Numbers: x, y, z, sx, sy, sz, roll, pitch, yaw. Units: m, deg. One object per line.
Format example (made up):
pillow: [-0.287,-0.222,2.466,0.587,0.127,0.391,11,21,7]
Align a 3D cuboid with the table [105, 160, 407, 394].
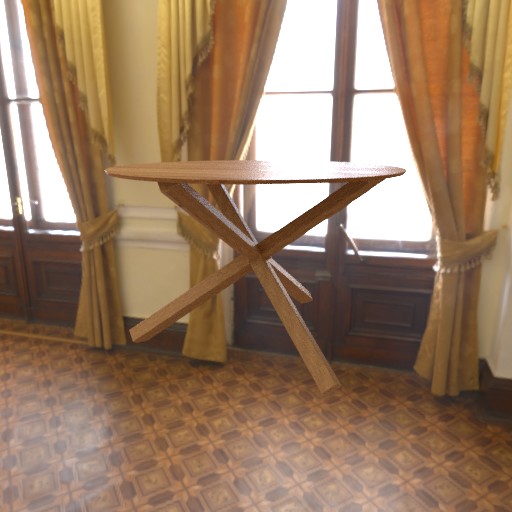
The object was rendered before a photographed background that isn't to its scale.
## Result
table: [0.000,0.000,1.687,1.038,0.666,1.038,0,15,0]
